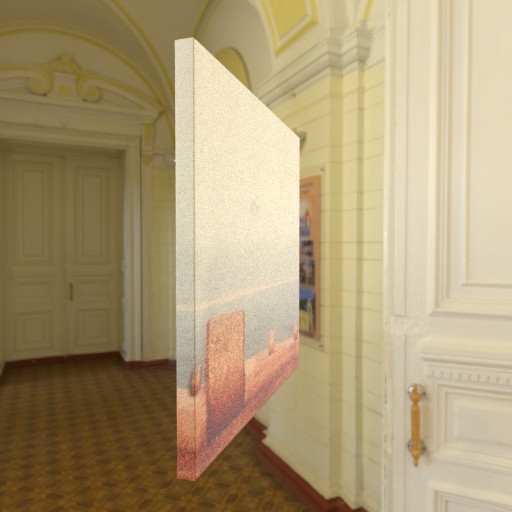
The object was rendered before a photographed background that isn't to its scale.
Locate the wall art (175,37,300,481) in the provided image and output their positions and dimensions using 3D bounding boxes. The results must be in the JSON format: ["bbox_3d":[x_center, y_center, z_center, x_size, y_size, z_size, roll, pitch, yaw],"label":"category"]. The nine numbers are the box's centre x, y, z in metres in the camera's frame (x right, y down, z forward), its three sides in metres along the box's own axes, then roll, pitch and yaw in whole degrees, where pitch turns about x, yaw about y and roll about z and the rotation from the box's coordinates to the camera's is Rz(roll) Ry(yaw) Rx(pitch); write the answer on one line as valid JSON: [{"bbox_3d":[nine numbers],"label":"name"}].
[{"bbox_3d":[0.000,0.000,0.599,0.023,0.405,0.405,1,2,19],"label":"wall art"}]
